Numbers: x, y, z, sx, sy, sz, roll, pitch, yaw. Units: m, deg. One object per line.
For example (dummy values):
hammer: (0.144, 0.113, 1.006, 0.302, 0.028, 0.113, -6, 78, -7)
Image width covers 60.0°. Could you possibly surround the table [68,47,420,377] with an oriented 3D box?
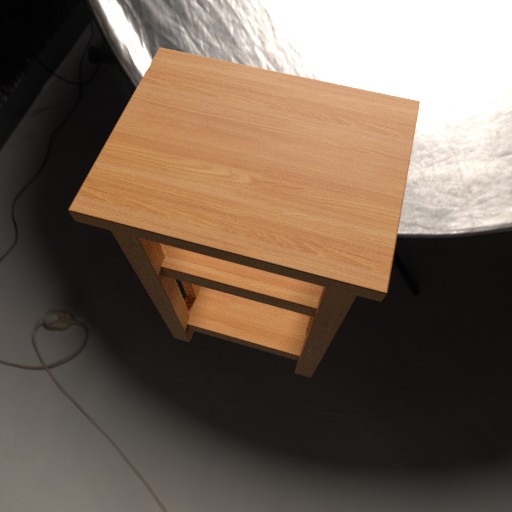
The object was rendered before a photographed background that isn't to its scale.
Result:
table: (0.000, 0.000, 0.765, 0.350, 0.550, 0.270, 15, 65, 7)
